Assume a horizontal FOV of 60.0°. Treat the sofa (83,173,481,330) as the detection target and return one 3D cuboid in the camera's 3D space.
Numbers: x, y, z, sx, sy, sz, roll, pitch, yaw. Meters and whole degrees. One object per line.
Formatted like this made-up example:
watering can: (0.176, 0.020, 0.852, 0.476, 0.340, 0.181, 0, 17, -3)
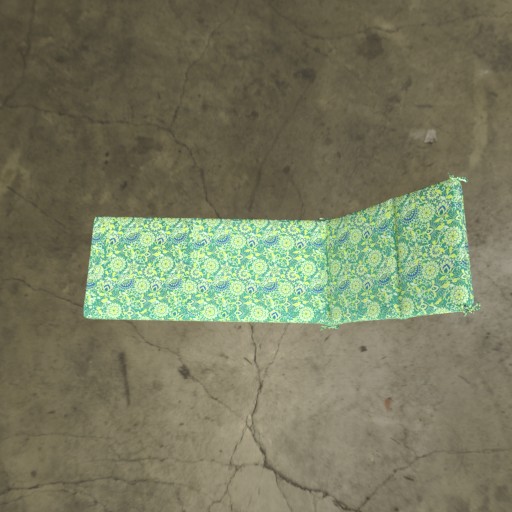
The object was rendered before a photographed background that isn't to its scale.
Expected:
sofa: (0.000, 0.000, 1.953, 1.663, 0.622, 0.582, 1, 75, 0)
